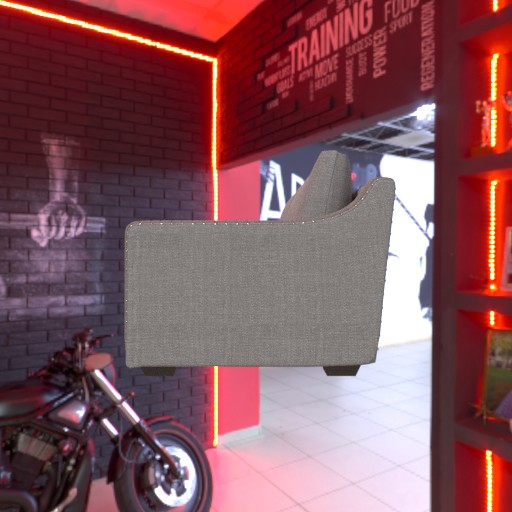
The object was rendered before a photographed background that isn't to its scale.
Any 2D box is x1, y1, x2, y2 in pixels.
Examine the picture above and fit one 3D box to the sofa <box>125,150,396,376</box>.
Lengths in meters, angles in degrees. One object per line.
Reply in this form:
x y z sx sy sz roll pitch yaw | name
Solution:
0.000 0.000 2.665 1.000 0.857 2.208 0 0 0 | sofa
